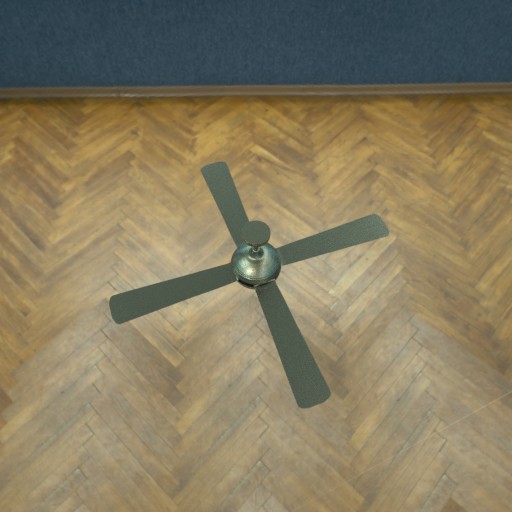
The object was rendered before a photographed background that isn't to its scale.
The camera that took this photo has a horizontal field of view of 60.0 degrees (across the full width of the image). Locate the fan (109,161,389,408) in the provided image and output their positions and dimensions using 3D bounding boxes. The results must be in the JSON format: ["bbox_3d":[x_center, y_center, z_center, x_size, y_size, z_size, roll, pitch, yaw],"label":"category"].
[{"bbox_3d":[0.000,0.000,2.034,1.321,0.381,1.321,0,58,0],"label":"fan"}]
